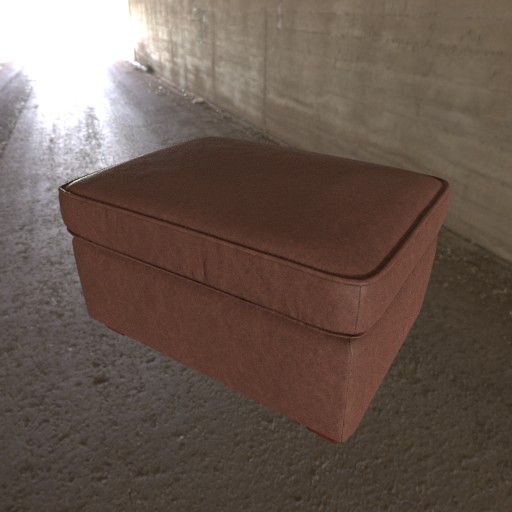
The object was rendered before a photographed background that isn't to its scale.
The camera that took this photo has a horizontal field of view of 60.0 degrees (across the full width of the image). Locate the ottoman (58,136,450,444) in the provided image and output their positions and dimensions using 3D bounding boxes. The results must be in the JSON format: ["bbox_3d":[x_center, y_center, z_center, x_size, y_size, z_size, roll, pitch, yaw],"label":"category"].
[{"bbox_3d":[0.000,0.000,1.075,0.749,0.449,0.548,18,34,28],"label":"ottoman"}]
